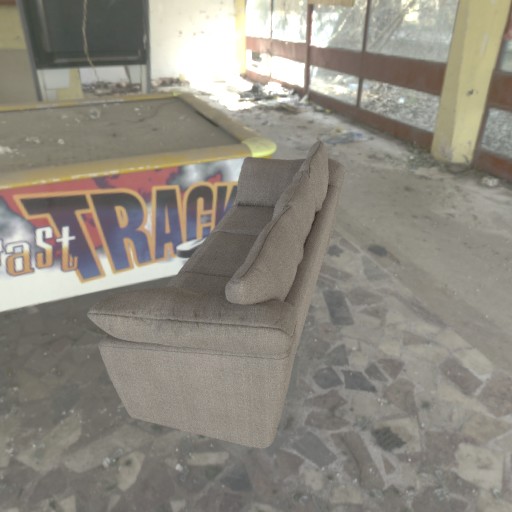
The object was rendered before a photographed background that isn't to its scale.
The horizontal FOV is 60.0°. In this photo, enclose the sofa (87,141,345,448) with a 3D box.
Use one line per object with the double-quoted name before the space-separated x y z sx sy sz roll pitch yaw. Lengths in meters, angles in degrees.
"sofa" 0.000 0.000 2.846 0.878 0.996 2.334 8 30 13
